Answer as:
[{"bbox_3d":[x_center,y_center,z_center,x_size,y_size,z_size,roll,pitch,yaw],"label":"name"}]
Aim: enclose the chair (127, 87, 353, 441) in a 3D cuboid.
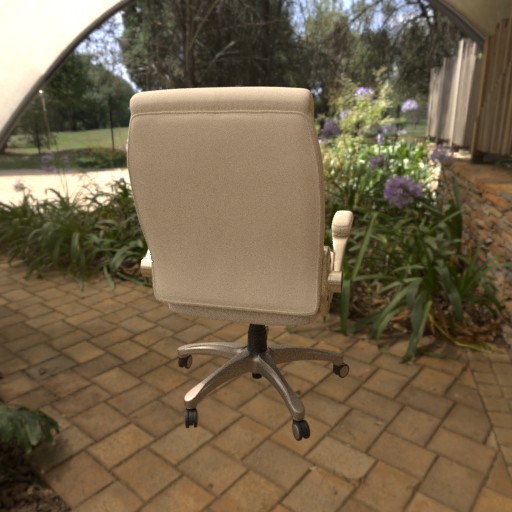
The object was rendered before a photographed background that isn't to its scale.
[{"bbox_3d":[0.000,0.000,1.643,0.740,1.110,0.794,3,16,10],"label":"chair"}]
